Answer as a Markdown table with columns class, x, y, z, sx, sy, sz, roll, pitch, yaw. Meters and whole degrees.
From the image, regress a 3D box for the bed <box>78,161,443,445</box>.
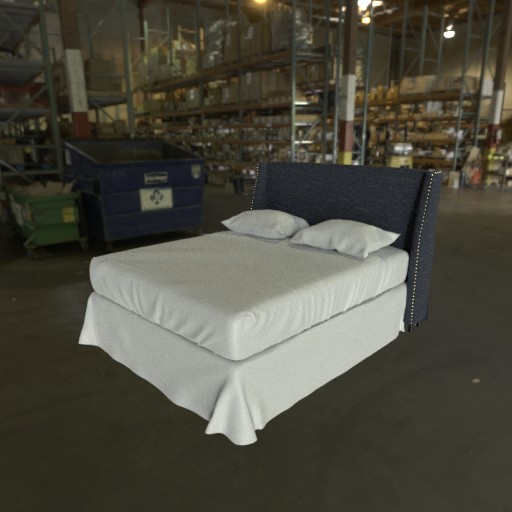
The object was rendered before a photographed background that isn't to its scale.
| class | x | y | z | sx | sy | sz | roll | pitch | yaw |
| --- | --- | --- | --- | --- | --- | --- | --- | --- | --- |
| bed | 0.000 | 0.000 | 3.502 | 1.925 | 1.332 | 2.276 | 14 | 21 | 43 |
